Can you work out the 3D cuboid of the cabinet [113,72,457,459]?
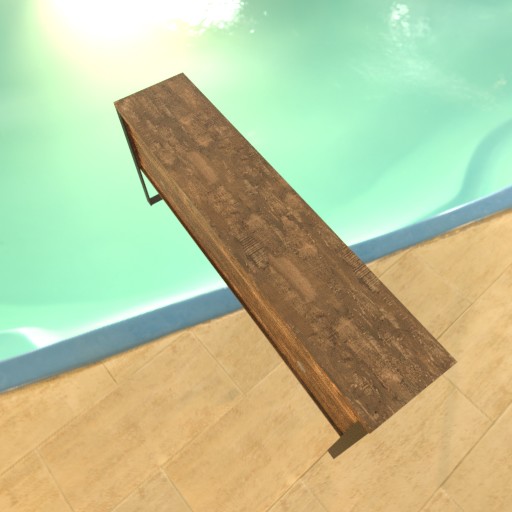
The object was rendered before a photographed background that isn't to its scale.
[{"bbox_3d":[0.000,0.000,2.116,0.395,0.762,1.800,-31,64,-17],"label":"cabinet"}]
